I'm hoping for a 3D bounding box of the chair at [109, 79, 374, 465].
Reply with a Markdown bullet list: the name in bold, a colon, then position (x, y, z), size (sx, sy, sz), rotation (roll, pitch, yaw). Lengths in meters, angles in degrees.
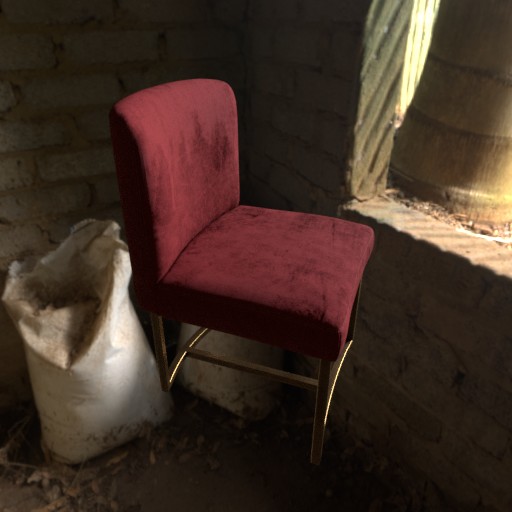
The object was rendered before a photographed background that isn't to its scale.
- **chair**: position (0.000, 0.000, 1.171), size (0.560, 0.824, 0.530), rotation (10, 31, 18)
